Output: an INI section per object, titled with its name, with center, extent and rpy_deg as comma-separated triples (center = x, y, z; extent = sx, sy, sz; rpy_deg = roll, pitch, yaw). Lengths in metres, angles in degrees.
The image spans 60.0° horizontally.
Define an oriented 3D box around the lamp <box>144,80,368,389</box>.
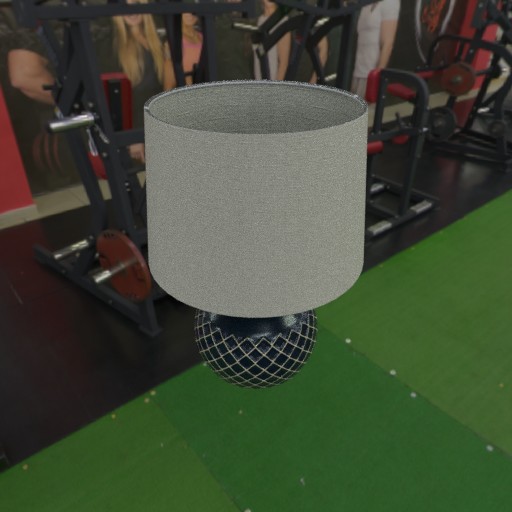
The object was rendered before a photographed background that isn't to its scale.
[lamp]
center = 0.000, 0.000, 0.799
extent = 0.376, 0.540, 0.376
rpy_deg = 0, 32, 0
